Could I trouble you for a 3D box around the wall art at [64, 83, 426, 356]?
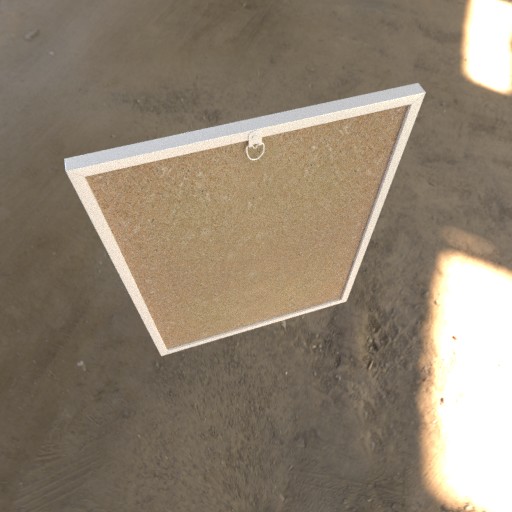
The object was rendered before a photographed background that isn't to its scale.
[{"bbox_3d":[0.000,0.000,1.400,0.805,1.056,0.042,-15,59,-9],"label":"wall art"}]
